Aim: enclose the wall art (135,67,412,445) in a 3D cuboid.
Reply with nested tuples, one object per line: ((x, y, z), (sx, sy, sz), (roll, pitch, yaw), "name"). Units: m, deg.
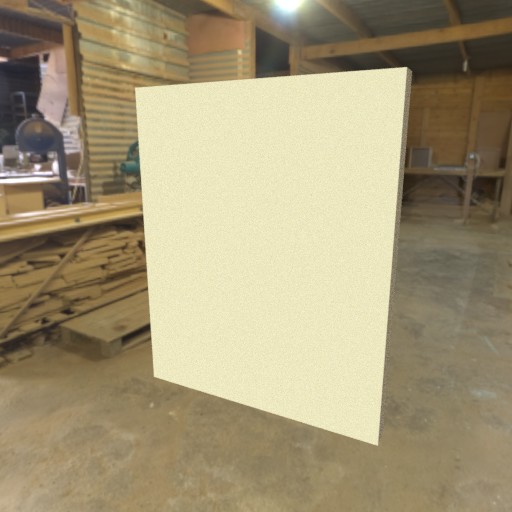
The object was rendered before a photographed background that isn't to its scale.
((0.000, 0.000, 0.745), (0.451, 0.553, 0.039), (7, 16, 27), "wall art")
